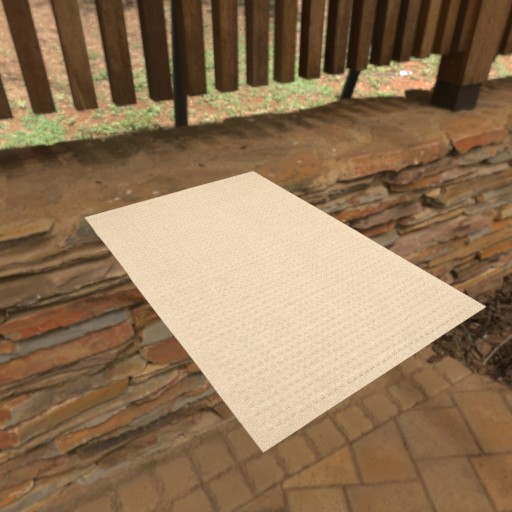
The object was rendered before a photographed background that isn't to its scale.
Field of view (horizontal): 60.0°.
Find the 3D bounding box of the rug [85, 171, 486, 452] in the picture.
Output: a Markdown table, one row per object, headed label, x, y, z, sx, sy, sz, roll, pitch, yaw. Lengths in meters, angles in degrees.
| label | x | y | z | sx | sy | sz | roll | pitch | yaw |
| --- | --- | --- | --- | --- | --- | --- | --- | --- | --- |
| rug | 0.000 | 0.000 | 2.873 | 1.523 | 0.006 | 2.289 | -21 | 39 | -28 |
